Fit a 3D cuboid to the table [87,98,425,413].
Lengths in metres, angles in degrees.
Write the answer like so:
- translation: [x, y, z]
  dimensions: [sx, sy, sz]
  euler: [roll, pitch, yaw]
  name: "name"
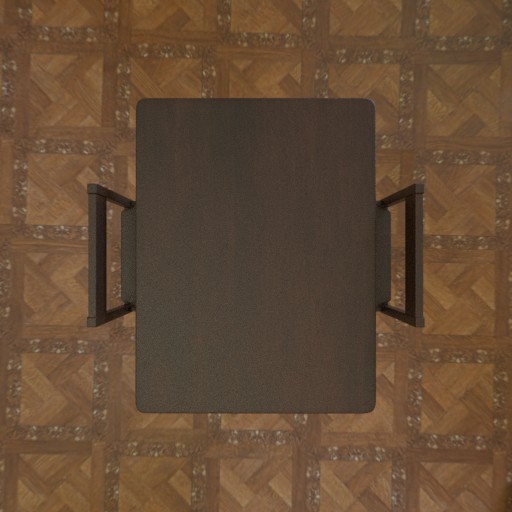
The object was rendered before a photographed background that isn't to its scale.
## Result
- translation: [0.000, 0.000, 1.127]
  dimensions: [0.672, 0.503, 0.650]
  euler: [0, 90, 0]
  name: "table"
